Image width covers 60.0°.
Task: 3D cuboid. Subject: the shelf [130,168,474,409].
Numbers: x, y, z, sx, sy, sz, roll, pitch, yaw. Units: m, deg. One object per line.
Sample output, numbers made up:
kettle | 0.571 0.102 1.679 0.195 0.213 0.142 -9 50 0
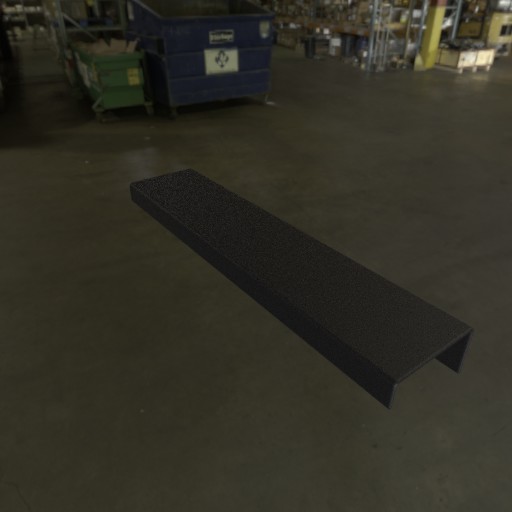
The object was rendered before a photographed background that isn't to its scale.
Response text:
shelf | 0.000 0.000 0.500 0.102 0.053 0.456 -21 37 -31
